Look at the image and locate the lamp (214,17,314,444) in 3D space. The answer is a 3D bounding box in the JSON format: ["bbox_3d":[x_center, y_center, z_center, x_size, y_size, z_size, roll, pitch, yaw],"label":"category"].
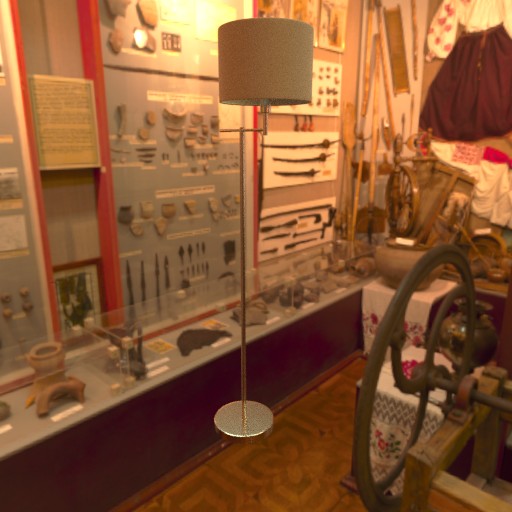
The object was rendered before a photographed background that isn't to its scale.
[{"bbox_3d":[0.000,0.000,1.735,0.416,1.600,0.324,14,20,42],"label":"lamp"}]
